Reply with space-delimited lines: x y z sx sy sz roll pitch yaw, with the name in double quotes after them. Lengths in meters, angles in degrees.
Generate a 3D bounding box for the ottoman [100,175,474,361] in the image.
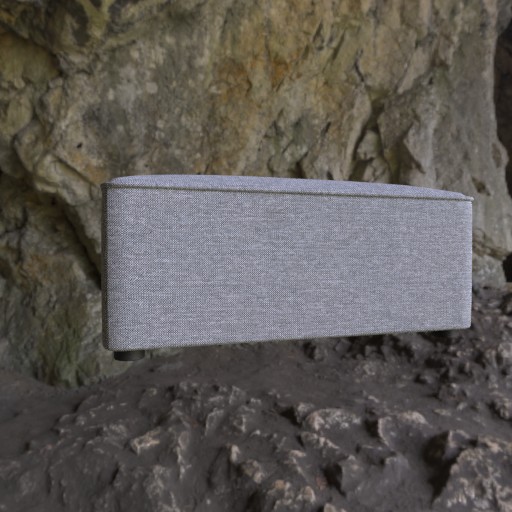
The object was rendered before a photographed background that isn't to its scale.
0.000 0.000 1.572 1.005 0.455 1.005 0 1 -17 "ottoman"
